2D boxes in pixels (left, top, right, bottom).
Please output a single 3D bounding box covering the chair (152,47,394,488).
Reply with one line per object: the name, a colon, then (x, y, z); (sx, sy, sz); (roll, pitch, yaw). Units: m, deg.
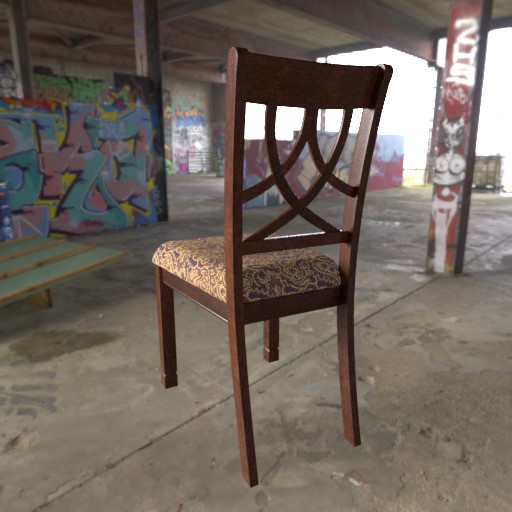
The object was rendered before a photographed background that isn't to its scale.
chair: (0.000, 0.000, 1.261); (0.457, 0.965, 0.584); (-7, 16, -27)
